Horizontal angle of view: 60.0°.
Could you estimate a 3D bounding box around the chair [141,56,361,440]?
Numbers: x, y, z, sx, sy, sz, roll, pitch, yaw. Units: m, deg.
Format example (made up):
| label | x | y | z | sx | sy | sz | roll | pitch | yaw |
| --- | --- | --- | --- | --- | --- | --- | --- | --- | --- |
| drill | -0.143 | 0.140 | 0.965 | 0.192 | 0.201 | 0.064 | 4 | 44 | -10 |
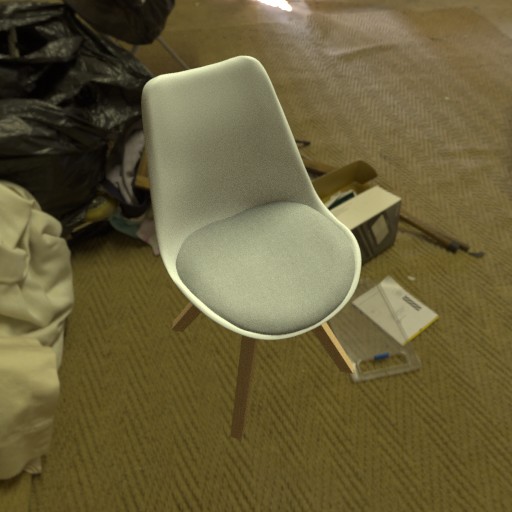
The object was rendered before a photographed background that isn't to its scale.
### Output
| label | x | y | z | sx | sy | sz | roll | pitch | yaw |
| --- | --- | --- | --- | --- | --- | --- | --- | --- | --- |
| chair | 0.000 | 0.000 | 1.204 | 0.485 | 0.850 | 0.550 | -23 | 51 | -21 |
